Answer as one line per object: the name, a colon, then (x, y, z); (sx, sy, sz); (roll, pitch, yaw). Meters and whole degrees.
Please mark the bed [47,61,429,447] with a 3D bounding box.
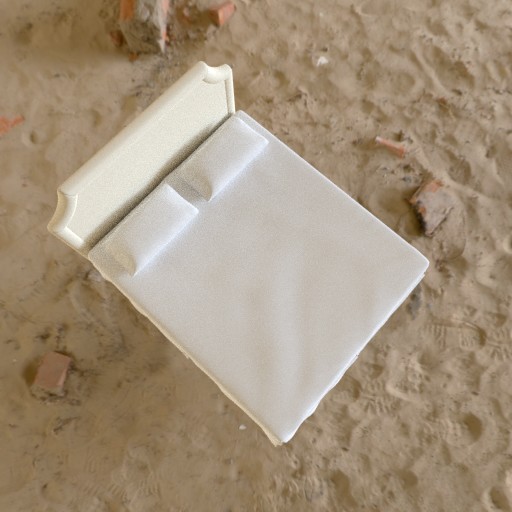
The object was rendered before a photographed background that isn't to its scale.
bed: (0.000, 0.000, 4.148); (2.773, 1.590, 2.350); (41, 78, 10)
